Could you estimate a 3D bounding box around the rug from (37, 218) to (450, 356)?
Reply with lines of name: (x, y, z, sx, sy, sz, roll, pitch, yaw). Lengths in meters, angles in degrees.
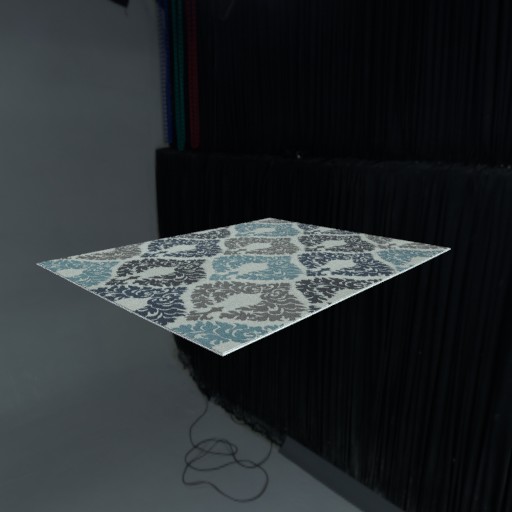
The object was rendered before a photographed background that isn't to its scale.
rug: (0.000, 0.000, 4.110, 2.423, 0.014, 3.040, 14, 21, 42)
